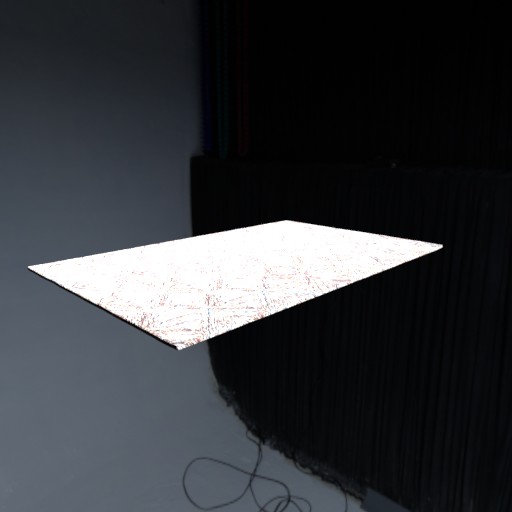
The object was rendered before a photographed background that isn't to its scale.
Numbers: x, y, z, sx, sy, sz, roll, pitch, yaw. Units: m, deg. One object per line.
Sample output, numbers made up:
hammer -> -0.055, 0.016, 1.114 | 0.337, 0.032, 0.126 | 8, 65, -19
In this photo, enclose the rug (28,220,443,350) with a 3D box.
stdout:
rug -> 0.000, 0.000, 2.191 | 1.143, 0.014, 1.761 | 14, 20, 43
